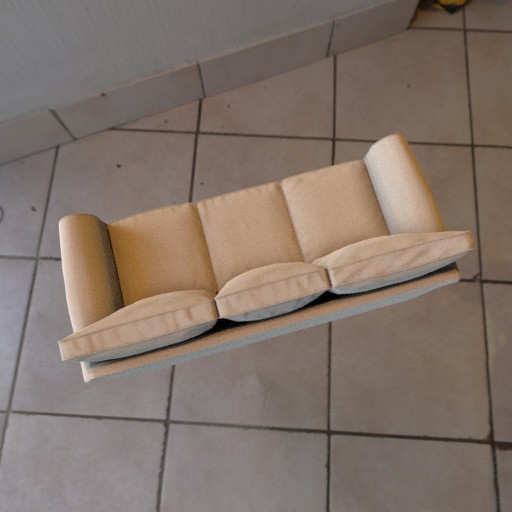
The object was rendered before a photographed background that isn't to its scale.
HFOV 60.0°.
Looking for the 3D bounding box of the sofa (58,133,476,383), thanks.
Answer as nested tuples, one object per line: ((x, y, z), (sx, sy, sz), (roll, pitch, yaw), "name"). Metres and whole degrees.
((0.000, 0.000, 2.581), (2.084, 0.961, 0.916), (-15, 76, -4), "sofa")
